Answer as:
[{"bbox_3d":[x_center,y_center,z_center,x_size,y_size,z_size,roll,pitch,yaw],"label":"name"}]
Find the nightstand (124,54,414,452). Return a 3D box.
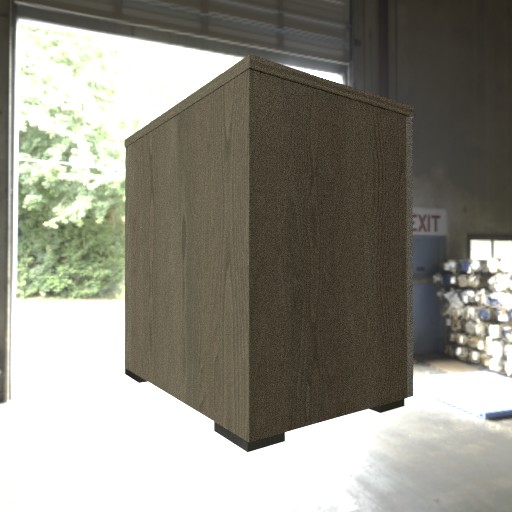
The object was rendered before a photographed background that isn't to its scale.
[{"bbox_3d":[0.000,0.000,0.784,0.325,0.461,0.442,0,-1,-35],"label":"nightstand"}]
